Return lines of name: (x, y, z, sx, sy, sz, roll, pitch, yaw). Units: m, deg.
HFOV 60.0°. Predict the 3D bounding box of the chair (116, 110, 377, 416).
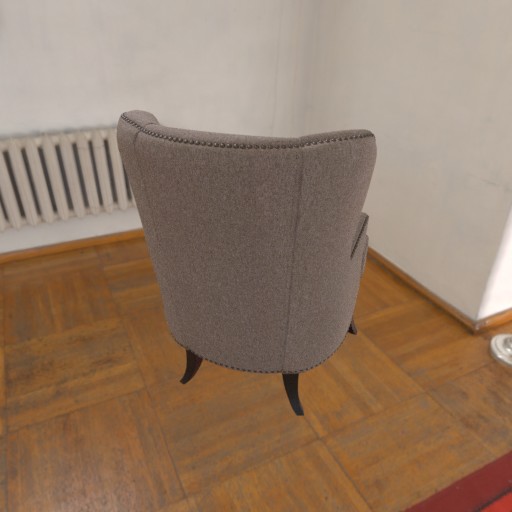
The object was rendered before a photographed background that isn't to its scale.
chair: (0.000, 0.000, 1.609, 0.759, 1.060, 0.758, 10, 32, 16)
